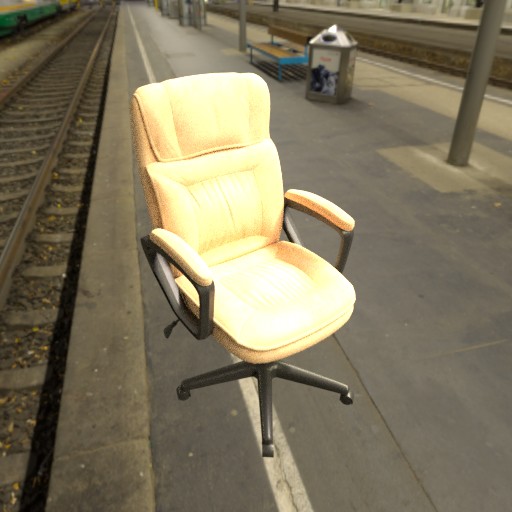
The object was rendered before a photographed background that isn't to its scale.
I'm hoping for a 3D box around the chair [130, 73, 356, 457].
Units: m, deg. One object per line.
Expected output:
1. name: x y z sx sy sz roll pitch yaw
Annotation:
1. chair: 0.000 0.000 1.541 0.667 1.105 0.724 -20 36 -30
